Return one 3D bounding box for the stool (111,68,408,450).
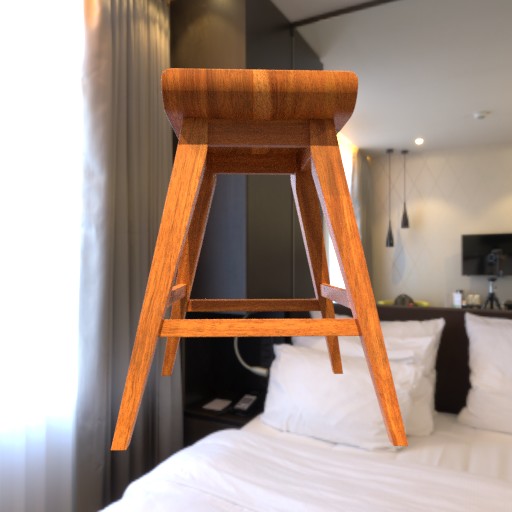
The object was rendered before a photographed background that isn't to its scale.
[{"bbox_3d":[0.000,0.000,0.997,0.500,0.650,0.500,0,-1,-2],"label":"stool"}]
